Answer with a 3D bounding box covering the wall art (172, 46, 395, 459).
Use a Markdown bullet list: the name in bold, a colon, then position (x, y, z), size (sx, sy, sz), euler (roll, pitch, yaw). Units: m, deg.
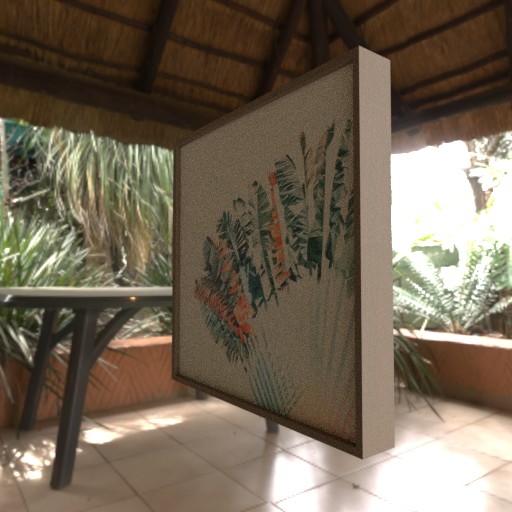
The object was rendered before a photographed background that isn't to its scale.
- **wall art**: position (0.000, 0.000, 0.457), size (0.038, 0.303, 0.304), euler (2, -3, -37)
